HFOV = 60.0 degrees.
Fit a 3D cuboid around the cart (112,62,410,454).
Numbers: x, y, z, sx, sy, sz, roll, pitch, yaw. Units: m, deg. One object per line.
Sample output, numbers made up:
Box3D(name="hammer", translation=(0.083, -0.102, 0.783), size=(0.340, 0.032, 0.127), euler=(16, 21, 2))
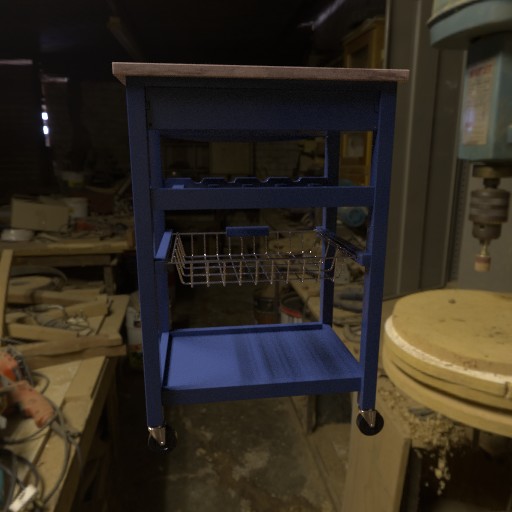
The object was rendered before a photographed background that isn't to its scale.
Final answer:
Box3D(name="cart", translation=(0.000, 0.000, 1.137), size=(0.584, 0.839, 0.403), euler=(-2, 13, -8))
